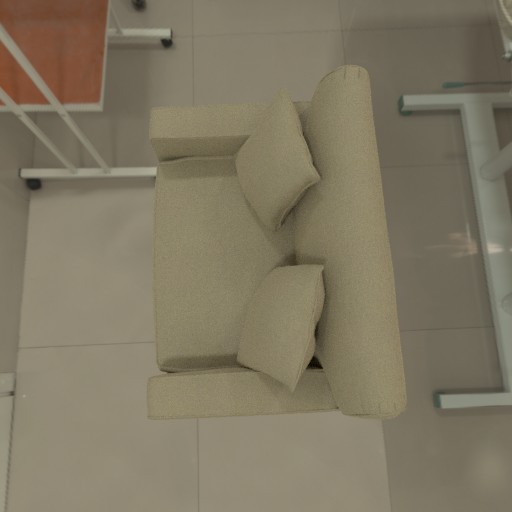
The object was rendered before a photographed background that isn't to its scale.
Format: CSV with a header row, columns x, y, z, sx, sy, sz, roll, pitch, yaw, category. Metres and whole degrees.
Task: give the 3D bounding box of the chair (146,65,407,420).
x,y,z,sx,sy,sz,roll,pitch,yaw,category
0.000,0.000,2.058,1.000,0.948,1.383,-3,77,-1,chair
